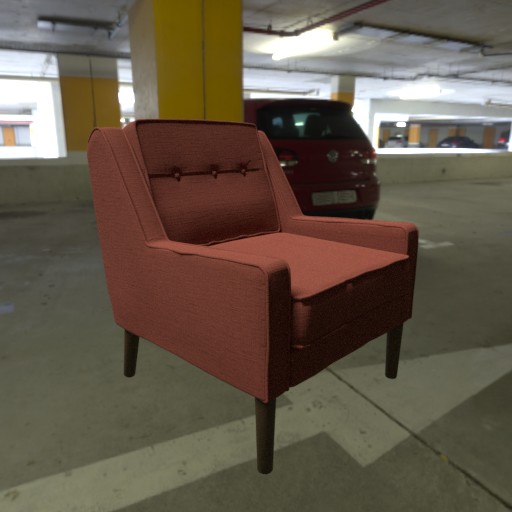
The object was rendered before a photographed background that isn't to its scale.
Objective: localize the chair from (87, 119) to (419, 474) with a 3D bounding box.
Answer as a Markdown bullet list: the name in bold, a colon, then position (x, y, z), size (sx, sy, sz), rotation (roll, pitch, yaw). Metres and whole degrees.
- **chair**: position (0.000, 0.000, 1.351), size (0.770, 0.812, 0.680), rotation (14, 20, 43)
